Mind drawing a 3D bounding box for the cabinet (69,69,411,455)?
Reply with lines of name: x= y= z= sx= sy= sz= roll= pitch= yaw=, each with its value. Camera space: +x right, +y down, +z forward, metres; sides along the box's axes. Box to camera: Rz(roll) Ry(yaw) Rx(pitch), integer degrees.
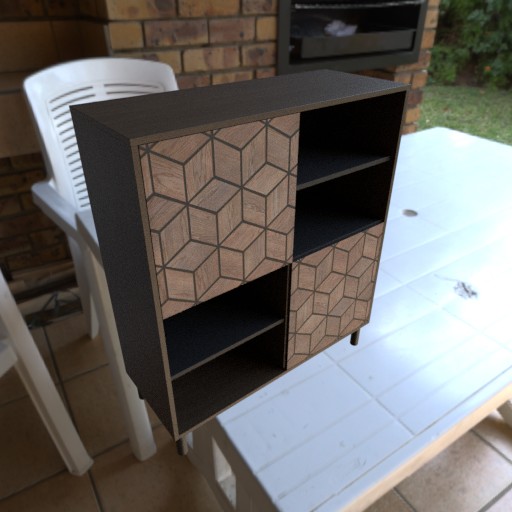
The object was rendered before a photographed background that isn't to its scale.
cabinet: x=0.000 y=0.000 z=1.669 sx=1.010 sy=1.170 sz=0.400 roll=-22 pitch=38 yaw=-32
